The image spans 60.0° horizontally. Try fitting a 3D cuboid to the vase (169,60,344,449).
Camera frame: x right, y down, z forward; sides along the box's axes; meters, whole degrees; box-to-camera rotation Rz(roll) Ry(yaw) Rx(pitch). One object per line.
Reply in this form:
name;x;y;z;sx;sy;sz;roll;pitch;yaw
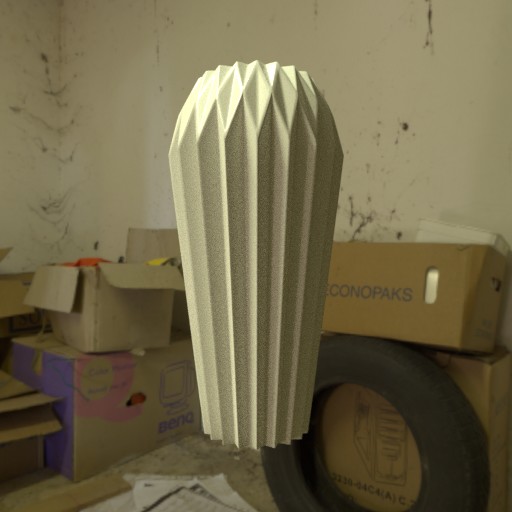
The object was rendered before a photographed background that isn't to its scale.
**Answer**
vase;0.000;0.000;0.341;0.133;0.263;0.133;0;0;0
